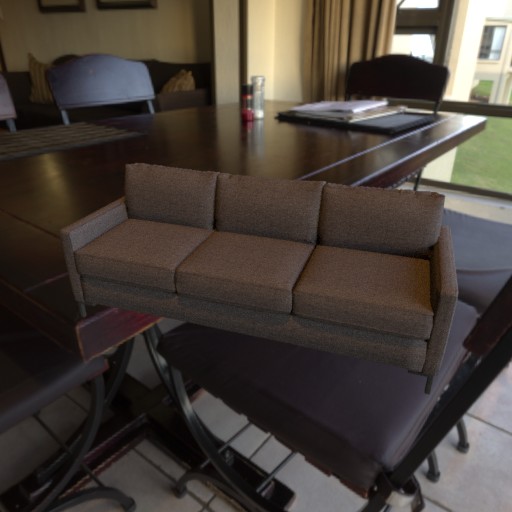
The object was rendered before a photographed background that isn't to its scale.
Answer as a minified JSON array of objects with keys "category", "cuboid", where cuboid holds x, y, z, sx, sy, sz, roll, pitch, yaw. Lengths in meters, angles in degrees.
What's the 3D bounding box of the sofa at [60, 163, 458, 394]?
[{"category":"sofa","cuboid":[0.000,0.000,2.754,2.253,0.882,0.876,9,28,17]}]
